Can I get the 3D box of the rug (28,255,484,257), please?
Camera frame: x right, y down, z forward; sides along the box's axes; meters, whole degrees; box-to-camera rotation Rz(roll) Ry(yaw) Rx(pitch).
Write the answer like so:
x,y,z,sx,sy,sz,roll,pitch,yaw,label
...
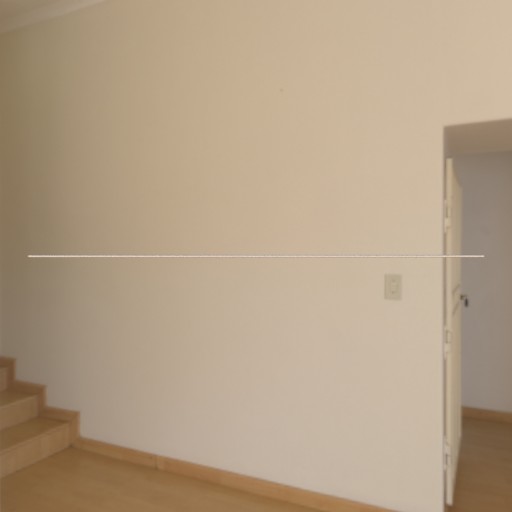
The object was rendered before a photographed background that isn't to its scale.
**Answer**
x,y,z,sx,sy,sz,roll,pitch,yaw,label
0.000,0.000,2.751,2.388,0.012,0.864,0,0,0,rug
